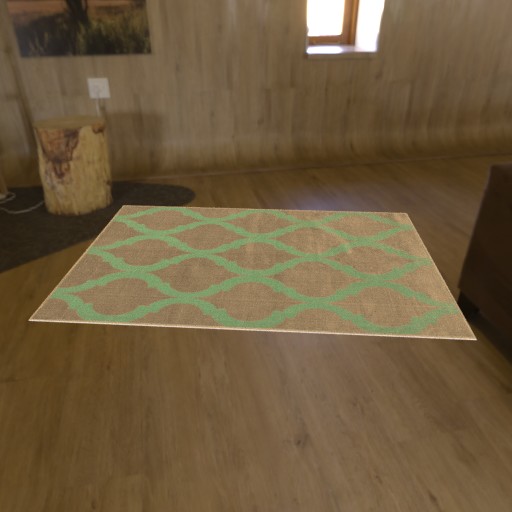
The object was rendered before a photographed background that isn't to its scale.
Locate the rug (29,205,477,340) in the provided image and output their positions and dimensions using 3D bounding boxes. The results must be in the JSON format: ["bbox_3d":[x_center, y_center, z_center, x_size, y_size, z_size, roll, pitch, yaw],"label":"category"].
[{"bbox_3d":[0.000,0.000,2.916,2.286,0.006,1.524,2,30,3],"label":"rug"}]
